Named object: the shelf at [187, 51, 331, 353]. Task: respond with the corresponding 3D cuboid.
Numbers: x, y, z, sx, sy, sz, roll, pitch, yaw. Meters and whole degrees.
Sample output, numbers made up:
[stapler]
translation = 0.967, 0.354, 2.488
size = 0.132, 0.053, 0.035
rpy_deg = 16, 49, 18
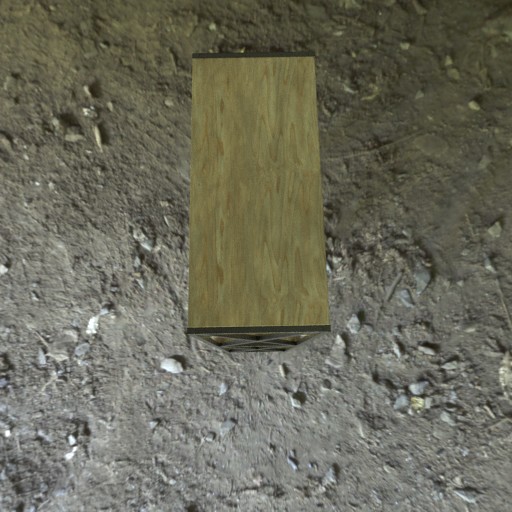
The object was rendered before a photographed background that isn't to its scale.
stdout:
[shelf]
translation = 0.000, 0.000, 2.165
size = 0.386, 1.803, 0.874
rpy_deg = -1, 76, 0
